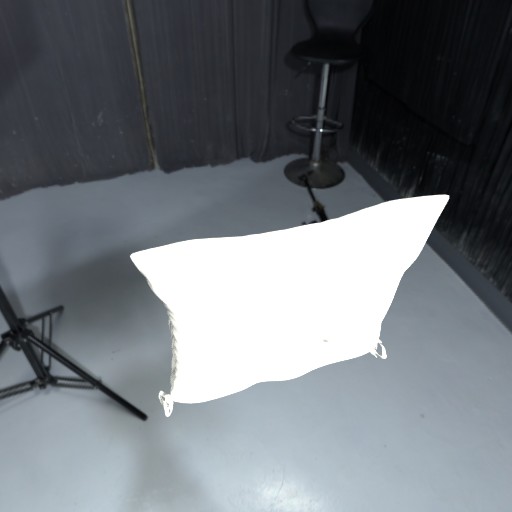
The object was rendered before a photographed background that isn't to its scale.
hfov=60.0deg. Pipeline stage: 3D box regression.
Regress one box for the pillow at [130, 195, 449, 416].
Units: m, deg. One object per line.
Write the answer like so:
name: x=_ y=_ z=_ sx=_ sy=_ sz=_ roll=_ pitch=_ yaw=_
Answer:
pillow: x=0.000 y=0.000 z=1.002 sx=0.541 sy=0.536 sz=0.585 roll=-11 pitch=42 yaw=-13
